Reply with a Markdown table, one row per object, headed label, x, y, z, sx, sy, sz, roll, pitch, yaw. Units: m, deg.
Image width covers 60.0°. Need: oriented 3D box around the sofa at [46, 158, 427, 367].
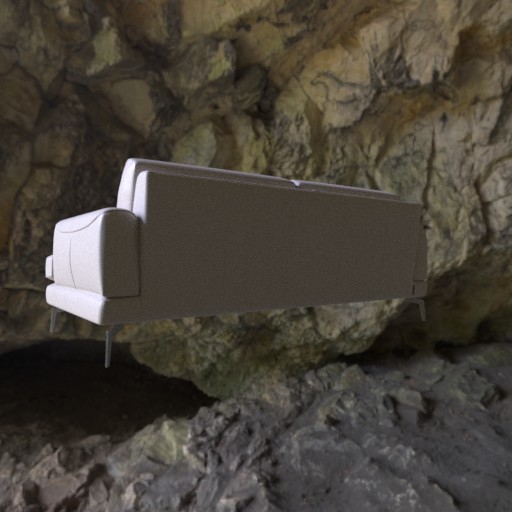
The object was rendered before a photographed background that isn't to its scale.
| label | x | y | z | sx | sy | sz | roll | pitch | yaw |
| --- | --- | --- | --- | --- | --- | --- | --- | --- | --- |
| sofa | 0.000 | 0.000 | 2.405 | 1.940 | 0.765 | 0.974 | 0 | 0 | -36 |
